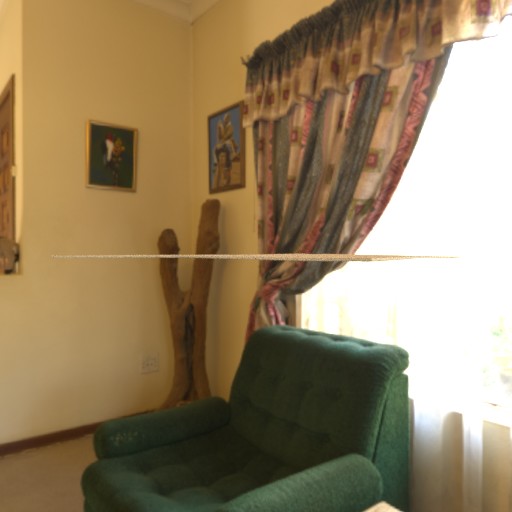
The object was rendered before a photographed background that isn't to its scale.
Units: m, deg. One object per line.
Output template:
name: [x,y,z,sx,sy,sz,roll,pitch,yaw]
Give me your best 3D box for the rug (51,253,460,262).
rug: [0.000,0.000,2.998,2.264,0.030,1.624,0,1,36]
